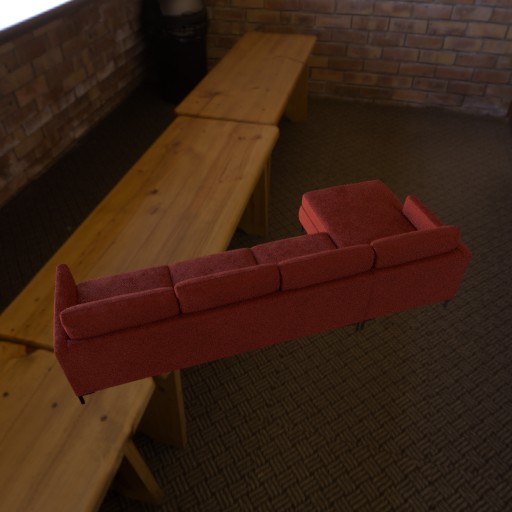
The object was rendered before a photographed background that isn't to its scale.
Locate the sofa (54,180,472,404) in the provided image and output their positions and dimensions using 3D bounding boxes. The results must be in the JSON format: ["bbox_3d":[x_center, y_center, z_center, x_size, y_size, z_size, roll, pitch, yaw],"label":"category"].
[{"bbox_3d":[0.000,0.000,2.935,2.467,0.663,1.136,-12,44,-13],"label":"sofa"}]
